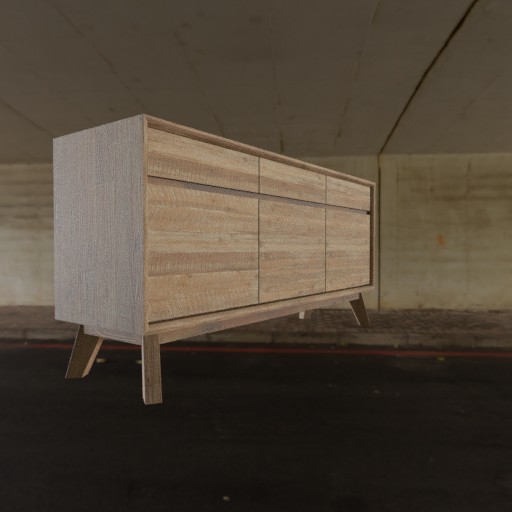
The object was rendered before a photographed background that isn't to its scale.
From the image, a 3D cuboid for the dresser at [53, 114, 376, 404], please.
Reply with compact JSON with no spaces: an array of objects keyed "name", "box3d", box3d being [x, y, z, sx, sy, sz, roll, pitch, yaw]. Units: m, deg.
[{"name":"dresser","box3d":[0.000,0.000,1.959,0.455,0.788,1.602,1,2,37]}]
